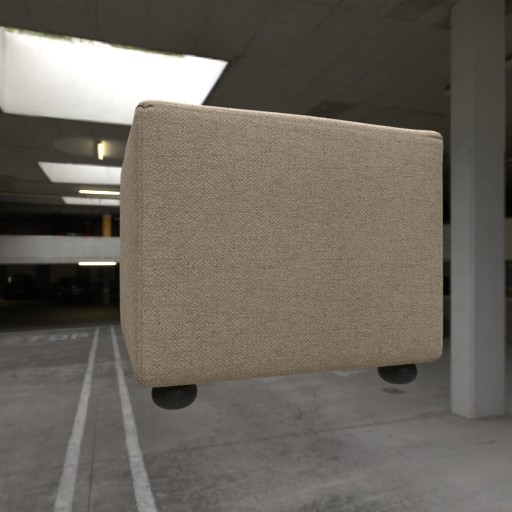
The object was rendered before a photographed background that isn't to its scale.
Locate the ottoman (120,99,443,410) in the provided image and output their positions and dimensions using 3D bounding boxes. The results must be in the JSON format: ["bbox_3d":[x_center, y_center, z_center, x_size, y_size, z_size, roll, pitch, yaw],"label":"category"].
[{"bbox_3d":[0.000,0.000,0.879,0.508,0.432,0.508,0,0,-19],"label":"ottoman"}]
